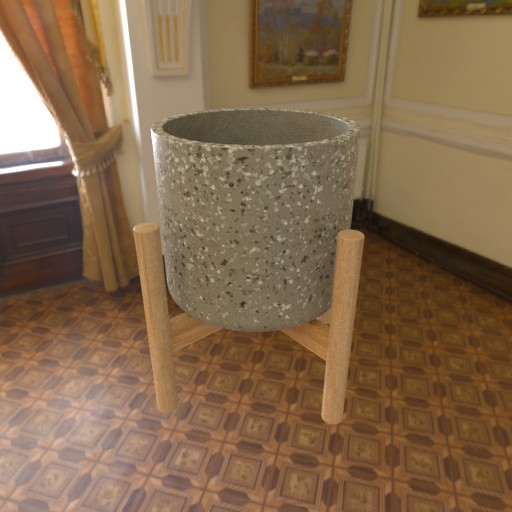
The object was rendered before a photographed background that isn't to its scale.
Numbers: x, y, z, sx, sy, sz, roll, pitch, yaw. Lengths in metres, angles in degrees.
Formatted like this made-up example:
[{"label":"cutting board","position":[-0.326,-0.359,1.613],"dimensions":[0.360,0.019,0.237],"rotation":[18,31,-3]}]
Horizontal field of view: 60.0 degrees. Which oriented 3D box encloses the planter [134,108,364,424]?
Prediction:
[{"label":"planter","position":[0.000,0.000,0.552],"dimensions":[0.284,0.320,0.284],"rotation":[-8,28,-15]}]
